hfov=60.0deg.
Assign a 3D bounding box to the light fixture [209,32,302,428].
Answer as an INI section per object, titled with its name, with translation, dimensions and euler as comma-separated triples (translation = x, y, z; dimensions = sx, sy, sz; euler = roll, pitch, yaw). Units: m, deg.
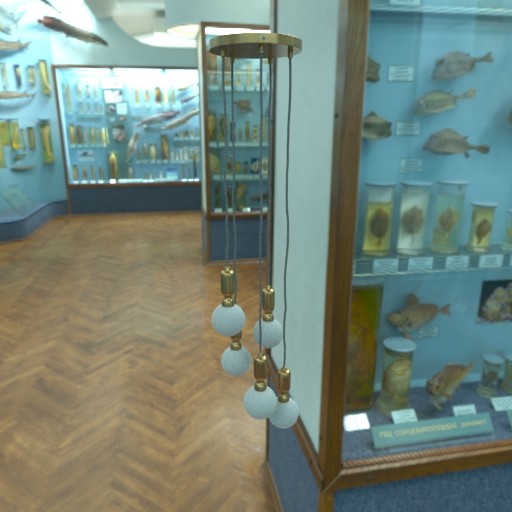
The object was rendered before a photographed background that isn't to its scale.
[light fixture]
translation = 0.000, 0.000, 0.516
dimensions = 0.108, 0.457, 0.105
euler = -2, 16, -9
